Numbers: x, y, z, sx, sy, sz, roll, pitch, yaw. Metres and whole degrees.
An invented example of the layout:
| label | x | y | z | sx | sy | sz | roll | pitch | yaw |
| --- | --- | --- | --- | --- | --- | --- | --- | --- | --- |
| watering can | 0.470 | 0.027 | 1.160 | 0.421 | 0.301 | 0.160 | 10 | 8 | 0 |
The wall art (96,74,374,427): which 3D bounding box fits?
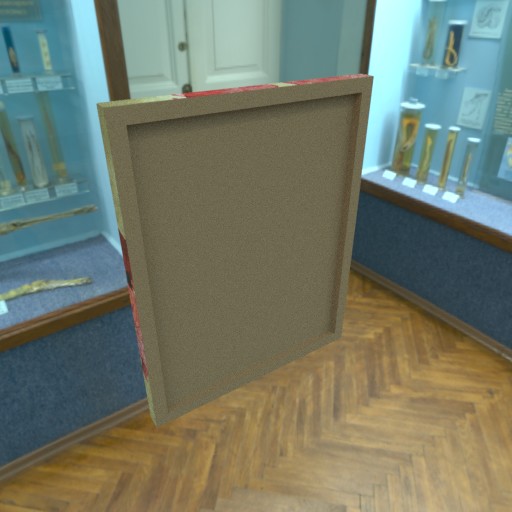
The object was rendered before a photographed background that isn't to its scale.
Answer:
| label | x | y | z | sx | sy | sz | roll | pitch | yaw |
| --- | --- | --- | --- | --- | --- | --- | --- | --- | --- |
| wall art | 0.000 | 0.000 | 0.705 | 0.406 | 0.508 | 0.028 | -18 | 35 | -28 |
